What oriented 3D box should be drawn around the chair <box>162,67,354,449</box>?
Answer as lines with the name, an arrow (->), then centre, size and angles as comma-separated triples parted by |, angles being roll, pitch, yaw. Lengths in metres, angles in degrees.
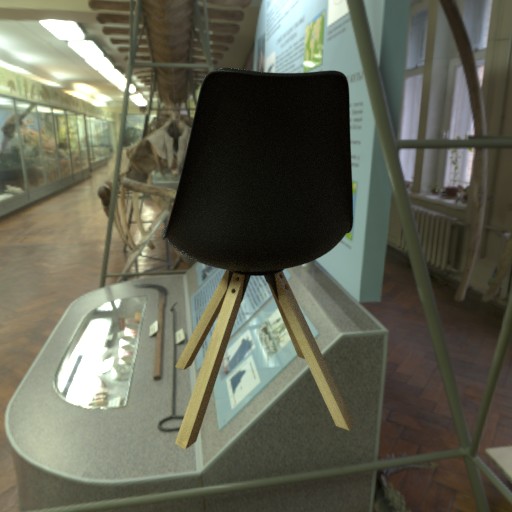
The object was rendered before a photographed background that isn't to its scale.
chair -> 0.000, 0.000, 1.170 | 0.485, 0.850, 0.549 | -3, 15, -9
